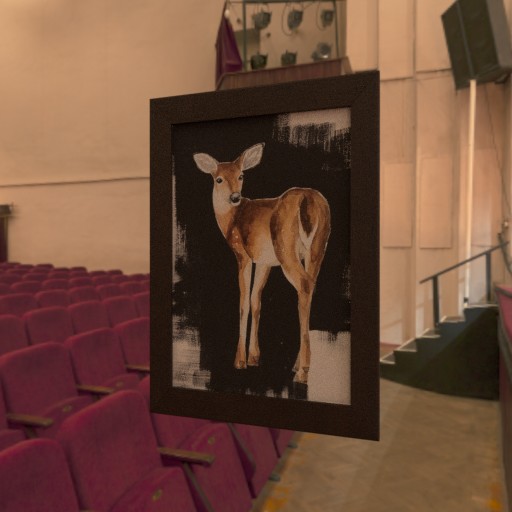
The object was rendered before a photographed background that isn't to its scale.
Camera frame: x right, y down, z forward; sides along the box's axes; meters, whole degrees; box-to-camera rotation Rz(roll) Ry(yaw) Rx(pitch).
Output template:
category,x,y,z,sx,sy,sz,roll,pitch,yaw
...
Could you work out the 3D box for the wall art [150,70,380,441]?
category,x,y,z,sx,sy,sz,roll,pitch,yaw
wall art,0.000,0.000,0.667,0.359,0.508,0.013,0,0,18
